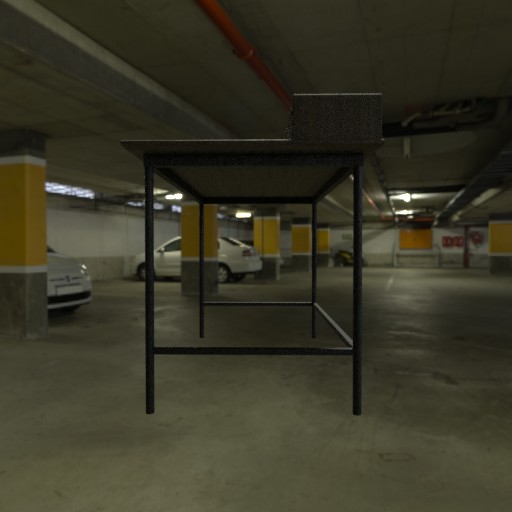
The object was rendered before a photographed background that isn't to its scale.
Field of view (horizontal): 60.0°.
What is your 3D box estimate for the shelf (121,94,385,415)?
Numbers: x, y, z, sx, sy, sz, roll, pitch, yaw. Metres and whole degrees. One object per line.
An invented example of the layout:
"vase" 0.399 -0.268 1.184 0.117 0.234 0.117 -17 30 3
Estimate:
"shelf" 0.000 0.000 1.760 0.685 0.865 1.212 0 1 1
